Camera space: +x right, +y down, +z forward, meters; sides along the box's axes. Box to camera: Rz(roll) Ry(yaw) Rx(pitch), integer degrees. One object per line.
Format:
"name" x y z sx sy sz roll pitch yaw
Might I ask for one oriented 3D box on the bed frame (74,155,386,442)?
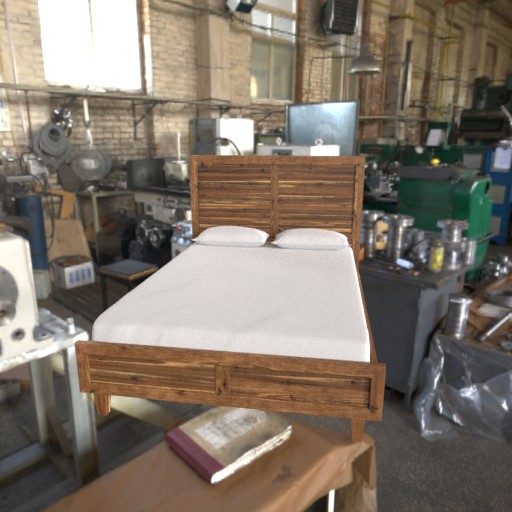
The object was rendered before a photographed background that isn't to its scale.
"bed frame" 0.000 0.000 3.380 1.696 1.417 2.276 2 15 9
